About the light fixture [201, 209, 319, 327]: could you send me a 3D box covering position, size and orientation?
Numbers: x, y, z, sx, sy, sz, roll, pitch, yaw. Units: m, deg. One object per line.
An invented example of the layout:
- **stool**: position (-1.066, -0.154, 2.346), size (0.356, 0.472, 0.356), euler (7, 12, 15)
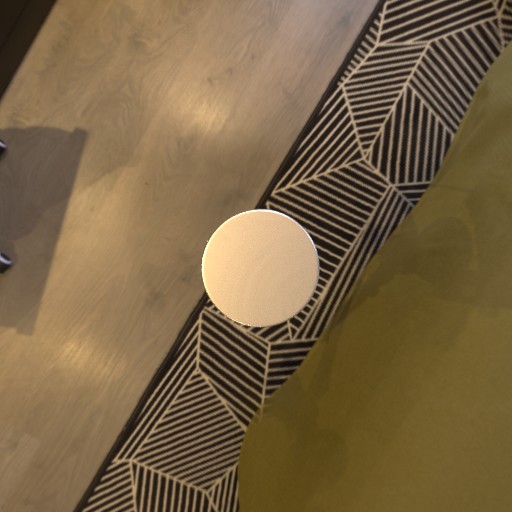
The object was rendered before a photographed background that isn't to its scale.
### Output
- **light fixture**: position (0.000, 0.000, 0.821), size (0.153, 0.760, 0.153), euler (0, 92, -1)
